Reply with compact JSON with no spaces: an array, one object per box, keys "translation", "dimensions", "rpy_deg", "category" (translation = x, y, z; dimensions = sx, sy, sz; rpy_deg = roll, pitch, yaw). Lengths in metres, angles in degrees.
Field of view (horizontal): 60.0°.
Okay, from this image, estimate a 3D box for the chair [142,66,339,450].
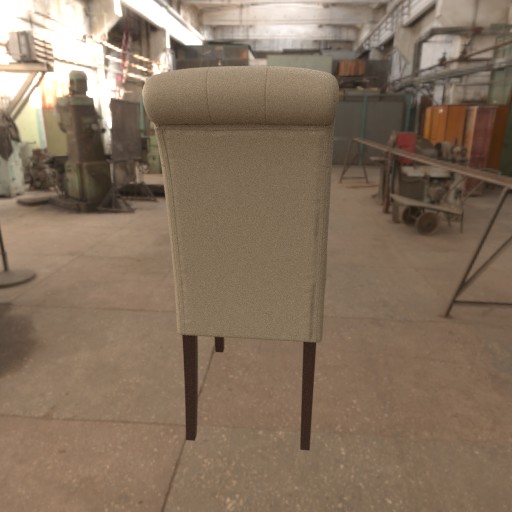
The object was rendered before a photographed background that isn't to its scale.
[{"translation":[0.000,0.000,1.343],"dimensions":[0.456,1.006,0.671],"rpy_deg":[2,17,7],"category":"chair"}]
